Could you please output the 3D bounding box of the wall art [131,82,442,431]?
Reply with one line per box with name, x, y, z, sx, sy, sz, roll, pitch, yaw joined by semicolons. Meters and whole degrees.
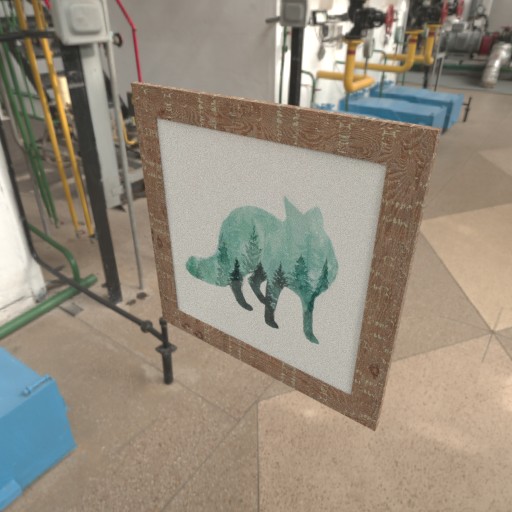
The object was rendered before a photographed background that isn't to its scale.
wall art;0.000;0.000;0.570;0.384;0.384;0.012;20;36;30
